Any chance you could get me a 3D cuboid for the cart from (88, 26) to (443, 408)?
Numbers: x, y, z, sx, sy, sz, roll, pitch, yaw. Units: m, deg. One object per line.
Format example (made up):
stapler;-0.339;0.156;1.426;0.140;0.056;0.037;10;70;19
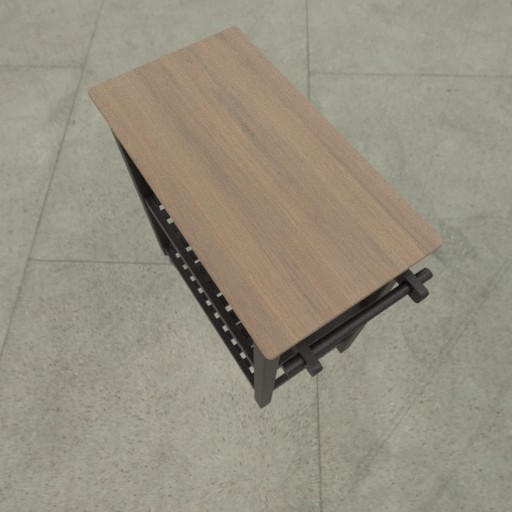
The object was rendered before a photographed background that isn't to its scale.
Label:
cart;0.000;0.000;1.446;0.457;0.927;0.899;-31;67;-14
